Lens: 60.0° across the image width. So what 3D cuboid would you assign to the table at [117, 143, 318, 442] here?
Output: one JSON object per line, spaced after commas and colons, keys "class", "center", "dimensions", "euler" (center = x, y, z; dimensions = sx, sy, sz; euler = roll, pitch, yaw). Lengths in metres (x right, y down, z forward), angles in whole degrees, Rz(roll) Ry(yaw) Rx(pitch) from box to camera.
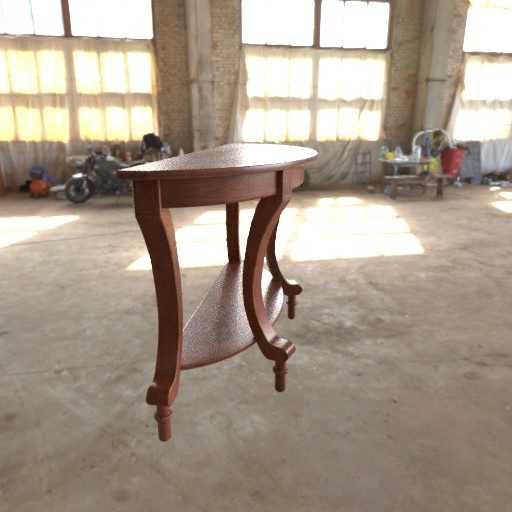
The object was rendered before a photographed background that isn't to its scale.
{"class": "table", "center": [0.000, 0.000, 1.530], "dimensions": [0.394, 0.699, 1.198], "euler": [2, 17, 8]}
